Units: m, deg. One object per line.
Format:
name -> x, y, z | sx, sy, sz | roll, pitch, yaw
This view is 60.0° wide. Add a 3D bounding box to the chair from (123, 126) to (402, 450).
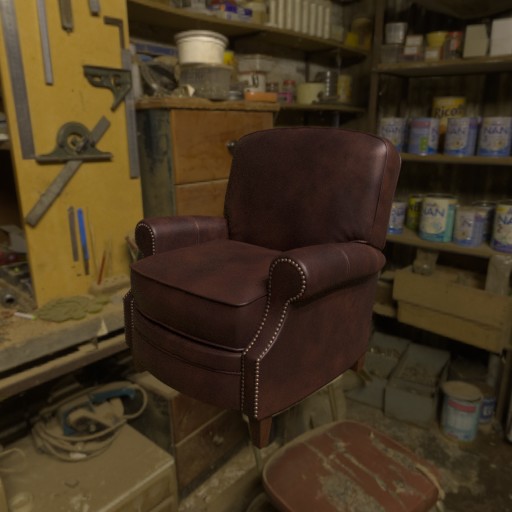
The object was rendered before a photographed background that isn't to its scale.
chair -> 0.000, 0.000, 1.813 | 0.936, 1.018, 0.986 | 14, 21, 41
